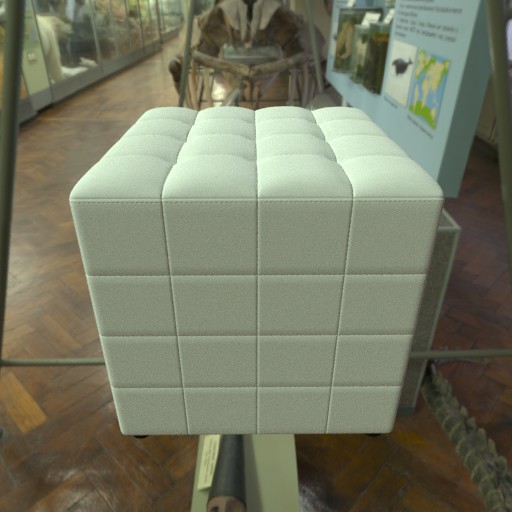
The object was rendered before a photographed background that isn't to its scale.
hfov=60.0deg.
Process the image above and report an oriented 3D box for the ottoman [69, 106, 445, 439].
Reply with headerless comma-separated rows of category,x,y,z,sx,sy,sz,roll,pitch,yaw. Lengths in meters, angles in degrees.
ottoman,0.000,0.000,0.773,0.425,0.432,0.425,0,30,0
